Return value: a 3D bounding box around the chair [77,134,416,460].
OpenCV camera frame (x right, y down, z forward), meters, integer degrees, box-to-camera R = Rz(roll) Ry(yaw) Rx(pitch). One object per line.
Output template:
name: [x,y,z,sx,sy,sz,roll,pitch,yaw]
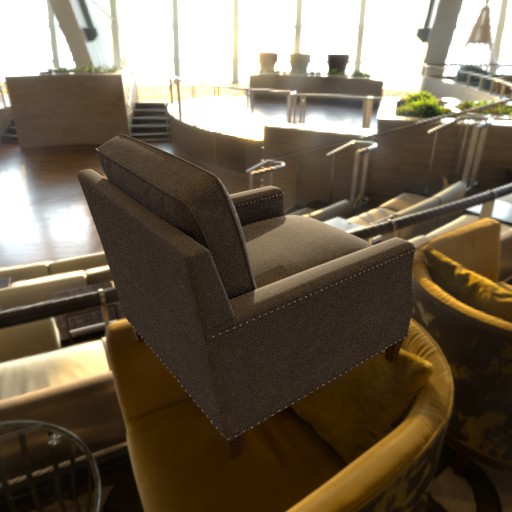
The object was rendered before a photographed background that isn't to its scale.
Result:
chair: [0.000,0.000,1.734,1.014,0.948,0.853,-19,33,-32]
